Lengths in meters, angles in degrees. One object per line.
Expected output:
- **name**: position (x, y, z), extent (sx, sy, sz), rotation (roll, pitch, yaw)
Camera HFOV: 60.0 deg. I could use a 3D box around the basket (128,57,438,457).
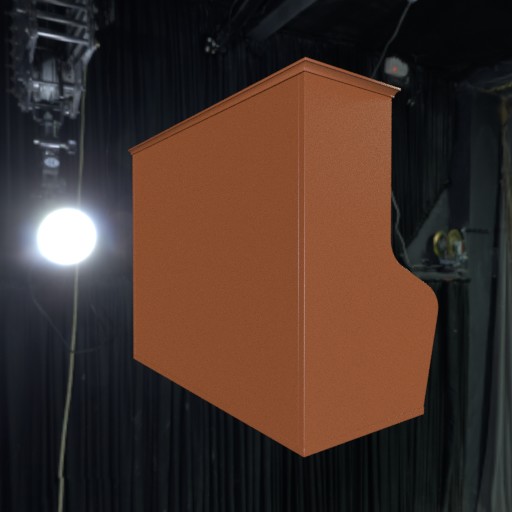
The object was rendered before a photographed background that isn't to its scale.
- **basket**: position (0.000, 0.000, 1.115), extent (0.376, 0.625, 0.792), rotation (-1, 1, -35)
